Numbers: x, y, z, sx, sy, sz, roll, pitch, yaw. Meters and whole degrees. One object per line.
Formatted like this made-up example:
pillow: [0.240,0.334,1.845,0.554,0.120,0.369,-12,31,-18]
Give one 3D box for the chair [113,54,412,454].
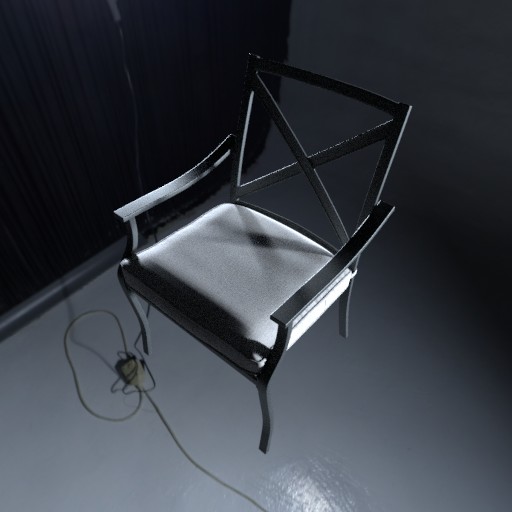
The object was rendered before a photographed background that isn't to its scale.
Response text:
chair: [0.000,0.000,1.303,0.575,0.889,0.620,31,52,27]
